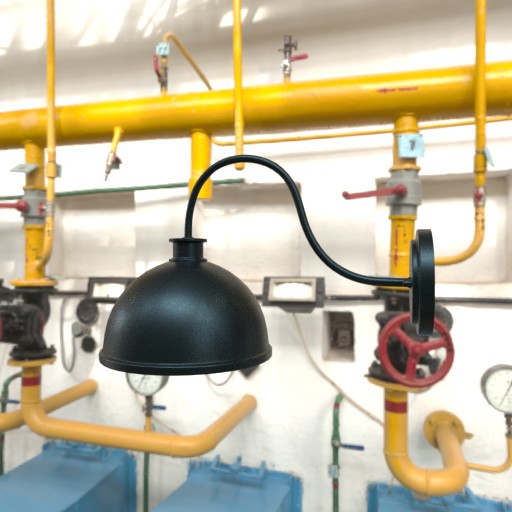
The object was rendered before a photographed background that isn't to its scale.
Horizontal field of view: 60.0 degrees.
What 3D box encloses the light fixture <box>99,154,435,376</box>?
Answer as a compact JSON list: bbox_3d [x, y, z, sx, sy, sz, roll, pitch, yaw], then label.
[{"bbox_3d":[0.000,0.000,0.636,0.467,0.295,0.253,0,-1,17],"label":"light fixture"}]
